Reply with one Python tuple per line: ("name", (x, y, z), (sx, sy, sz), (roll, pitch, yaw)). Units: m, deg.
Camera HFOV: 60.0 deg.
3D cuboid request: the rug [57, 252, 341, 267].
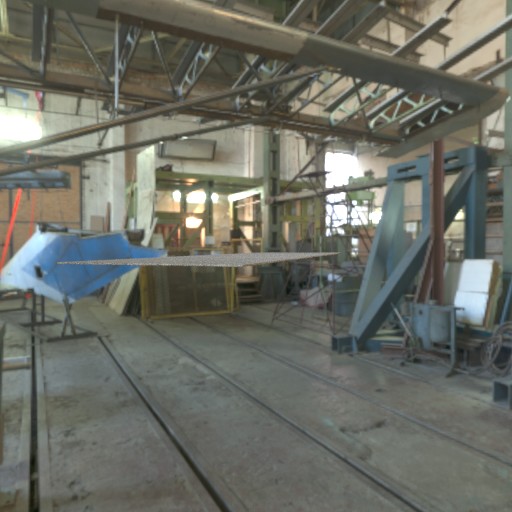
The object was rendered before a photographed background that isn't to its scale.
("rug", (0.000, 0.000, 2.634), (0.706, 0.009, 2.443), (0, 1, 18))
